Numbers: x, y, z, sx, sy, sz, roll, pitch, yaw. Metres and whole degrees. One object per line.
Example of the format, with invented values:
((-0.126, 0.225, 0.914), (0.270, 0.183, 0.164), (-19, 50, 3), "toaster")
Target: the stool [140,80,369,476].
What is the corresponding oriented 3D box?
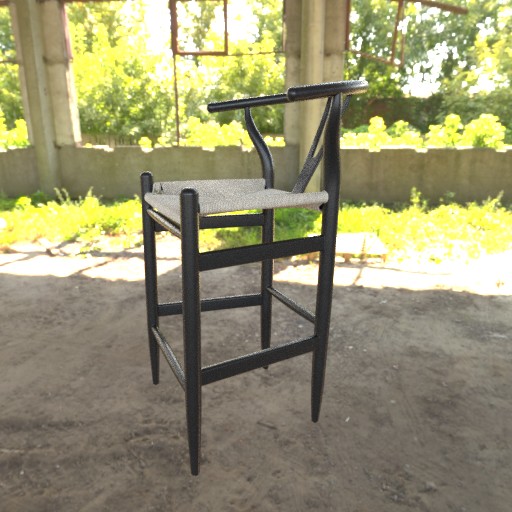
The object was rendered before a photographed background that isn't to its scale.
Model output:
((0.000, 0.000, 1.307), (0.579, 0.970, 0.569), (-7, 17, -23), "stool")
